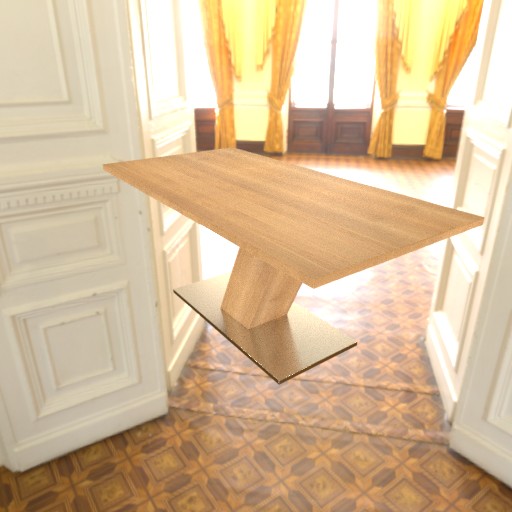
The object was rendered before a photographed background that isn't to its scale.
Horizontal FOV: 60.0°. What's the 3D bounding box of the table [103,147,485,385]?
[{"bbox_3d":[0.000,0.000,2.307,0.900,0.750,1.800,-17,29,-32],"label":"table"}]
